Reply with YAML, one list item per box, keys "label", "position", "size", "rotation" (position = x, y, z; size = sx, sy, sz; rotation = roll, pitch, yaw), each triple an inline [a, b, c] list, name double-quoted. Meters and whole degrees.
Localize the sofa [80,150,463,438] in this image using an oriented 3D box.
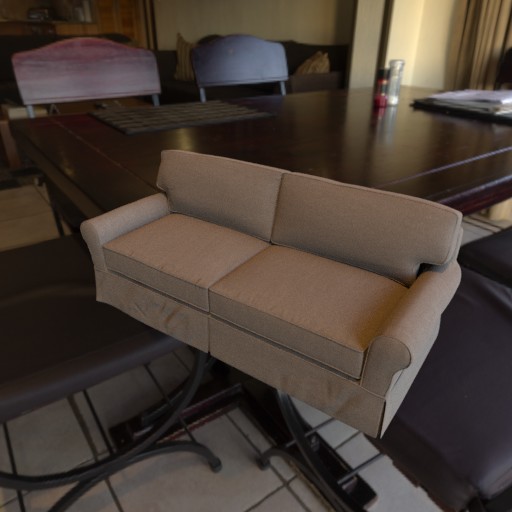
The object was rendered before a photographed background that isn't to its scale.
- label: "sofa"
  position: [0.000, 0.000, 2.761]
  size: [2.248, 0.943, 0.991]
  rotation: [19, 34, 30]
